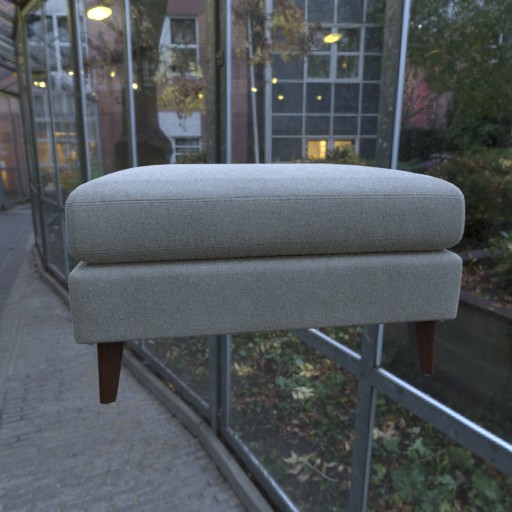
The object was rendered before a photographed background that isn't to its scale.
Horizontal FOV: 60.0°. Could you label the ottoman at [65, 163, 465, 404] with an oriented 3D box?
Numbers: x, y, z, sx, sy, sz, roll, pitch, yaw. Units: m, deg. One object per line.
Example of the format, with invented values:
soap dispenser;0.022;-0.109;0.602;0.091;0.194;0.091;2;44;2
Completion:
ottoman;0.000;0.000;1.187;0.823;0.478;0.610;-2;13;-9
